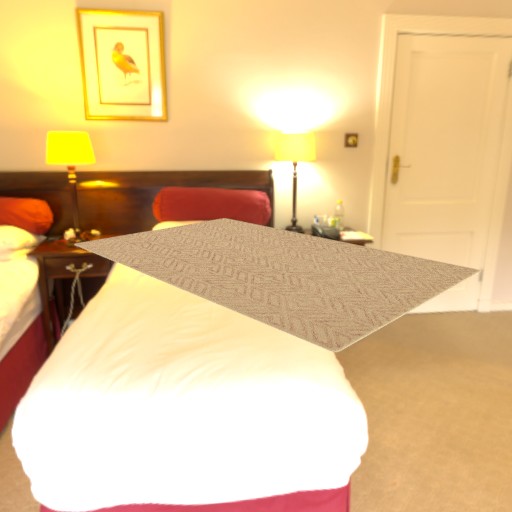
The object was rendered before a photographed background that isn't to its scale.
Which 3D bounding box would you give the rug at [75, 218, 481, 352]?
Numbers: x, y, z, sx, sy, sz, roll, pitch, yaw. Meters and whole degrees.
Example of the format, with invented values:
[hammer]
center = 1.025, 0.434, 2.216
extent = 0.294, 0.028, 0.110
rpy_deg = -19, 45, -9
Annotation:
[rug]
center = 0.000, 0.000, 3.067
extent = 1.523, 0.008, 2.438
rpy_deg = -15, 21, -42
